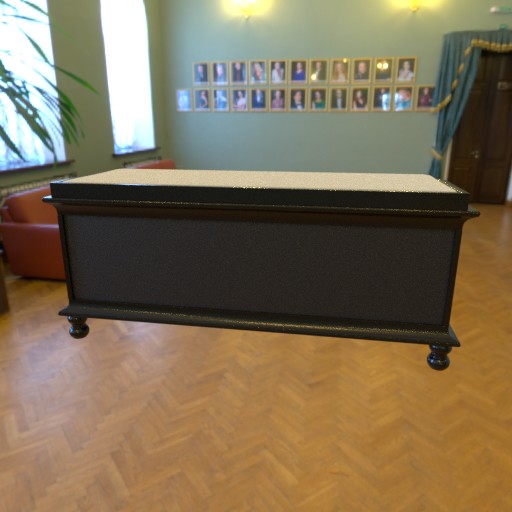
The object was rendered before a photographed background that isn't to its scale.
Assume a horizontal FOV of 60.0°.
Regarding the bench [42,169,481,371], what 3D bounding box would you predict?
[{"bbox_3d":[0.000,0.000,1.428,1.185,0.501,0.402,3,17,9],"label":"bench"}]
